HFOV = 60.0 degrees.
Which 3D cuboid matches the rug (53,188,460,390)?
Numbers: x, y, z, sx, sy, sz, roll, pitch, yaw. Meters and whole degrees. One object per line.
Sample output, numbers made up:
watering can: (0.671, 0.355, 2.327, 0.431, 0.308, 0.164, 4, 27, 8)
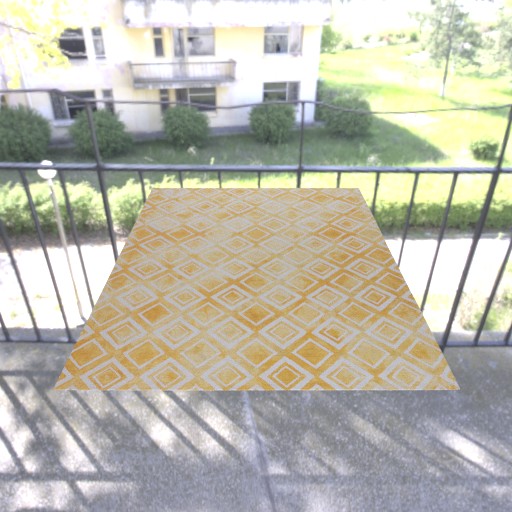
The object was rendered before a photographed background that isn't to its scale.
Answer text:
rug: (0.000, 0.000, 3.932, 2.433, 0.011, 3.037, 0, 32, 0)
